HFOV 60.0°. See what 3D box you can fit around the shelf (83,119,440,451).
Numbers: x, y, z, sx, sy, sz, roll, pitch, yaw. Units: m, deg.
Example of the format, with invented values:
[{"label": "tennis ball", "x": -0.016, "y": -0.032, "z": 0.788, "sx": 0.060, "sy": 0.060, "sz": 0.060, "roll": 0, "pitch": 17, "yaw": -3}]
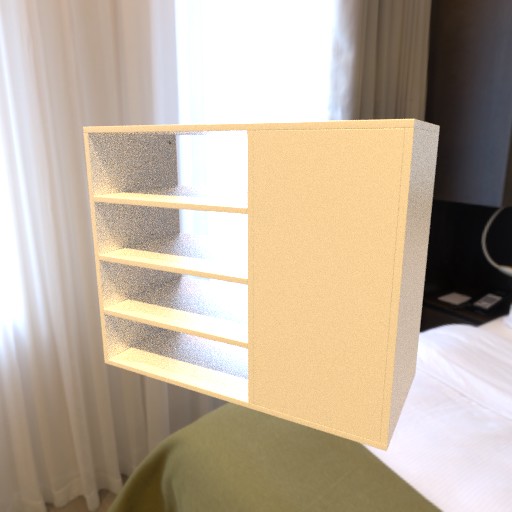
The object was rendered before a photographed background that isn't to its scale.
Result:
[{"label": "shelf", "x": 0.000, "y": 0.000, "z": 1.304, "sx": 0.895, "sy": 0.732, "sz": 0.396, "roll": 8, "pitch": 16, "yaw": 27}]
